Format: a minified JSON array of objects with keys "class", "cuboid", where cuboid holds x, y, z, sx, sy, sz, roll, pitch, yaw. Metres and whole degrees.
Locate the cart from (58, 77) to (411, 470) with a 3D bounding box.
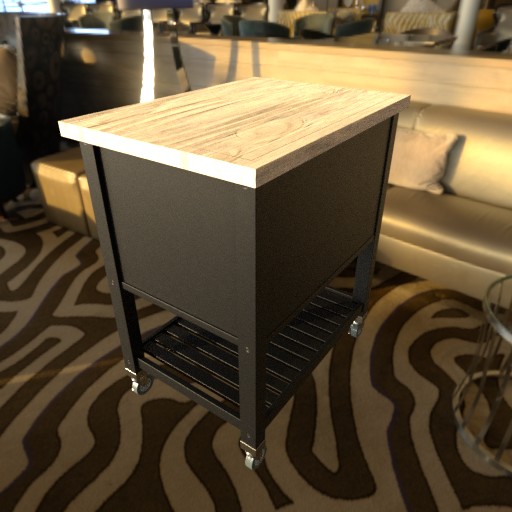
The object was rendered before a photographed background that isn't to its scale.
[{"class":"cart","cuboid":[0.000,0.000,1.406,0.567,0.920,0.797,20,36,30]}]
